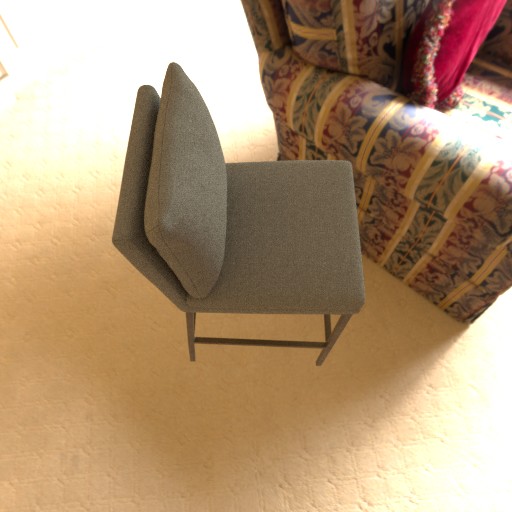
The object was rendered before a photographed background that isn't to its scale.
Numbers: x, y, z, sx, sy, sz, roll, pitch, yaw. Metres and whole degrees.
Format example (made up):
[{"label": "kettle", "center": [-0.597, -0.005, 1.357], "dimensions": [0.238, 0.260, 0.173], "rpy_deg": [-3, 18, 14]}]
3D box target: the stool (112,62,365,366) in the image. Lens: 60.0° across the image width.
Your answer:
[{"label": "stool", "center": [0.000, 0.000, 1.398], "dimensions": [0.569, 1.132, 0.463], "rpy_deg": [1, 64, 0]}]
